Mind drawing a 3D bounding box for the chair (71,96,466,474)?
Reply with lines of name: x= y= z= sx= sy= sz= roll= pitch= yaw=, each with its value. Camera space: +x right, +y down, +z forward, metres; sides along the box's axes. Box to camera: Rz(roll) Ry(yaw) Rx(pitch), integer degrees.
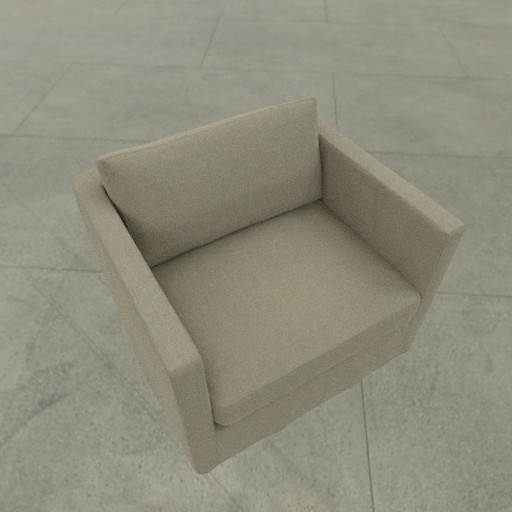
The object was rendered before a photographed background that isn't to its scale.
chair: x=0.000 y=0.000 z=1.685 sx=1.057 sy=0.863 sz=0.949 roll=-23 pitch=51 yaw=-21
